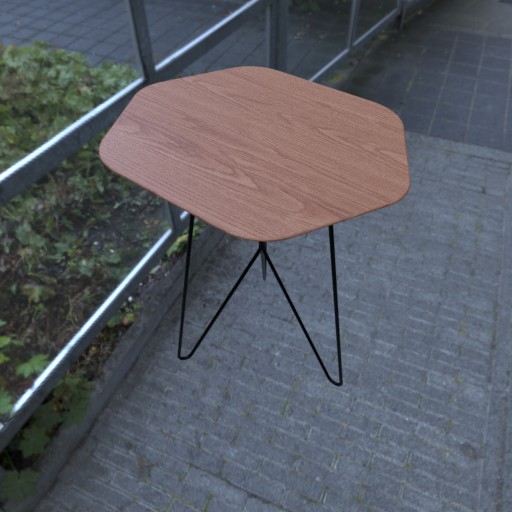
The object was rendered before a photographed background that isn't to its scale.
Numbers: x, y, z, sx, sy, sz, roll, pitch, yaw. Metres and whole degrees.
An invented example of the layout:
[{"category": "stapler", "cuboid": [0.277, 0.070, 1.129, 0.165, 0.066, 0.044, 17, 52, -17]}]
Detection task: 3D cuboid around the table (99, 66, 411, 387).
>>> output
[{"category": "table", "cuboid": [0.000, 0.000, 0.894, 0.500, 0.562, 0.400, 29, 53, 24]}]
